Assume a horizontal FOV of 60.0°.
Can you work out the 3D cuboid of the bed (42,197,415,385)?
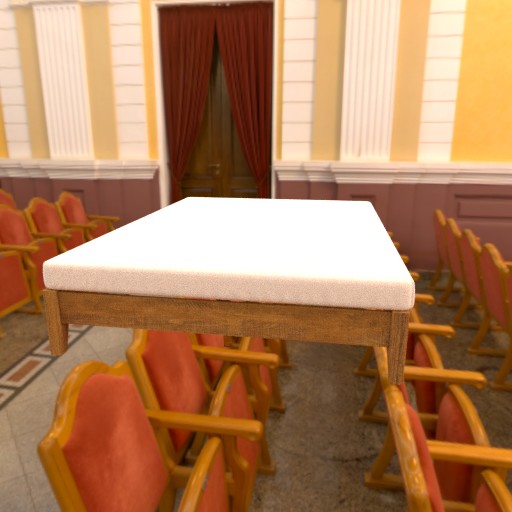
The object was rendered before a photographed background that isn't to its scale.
[{"bbox_3d":[0.000,0.000,2.755,1.536,0.431,2.016,3,16,9],"label":"bed"}]
